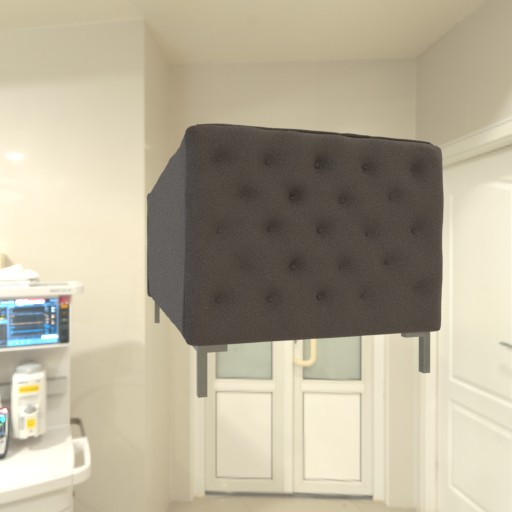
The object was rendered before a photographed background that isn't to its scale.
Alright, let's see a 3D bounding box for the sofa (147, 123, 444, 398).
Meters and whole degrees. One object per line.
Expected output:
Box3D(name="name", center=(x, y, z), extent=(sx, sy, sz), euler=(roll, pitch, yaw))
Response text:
Box3D(name="sofa", center=(0.000, 0.000, 2.111), extent=(0.909, 0.810, 1.583), euler=(0, 0, -18))
